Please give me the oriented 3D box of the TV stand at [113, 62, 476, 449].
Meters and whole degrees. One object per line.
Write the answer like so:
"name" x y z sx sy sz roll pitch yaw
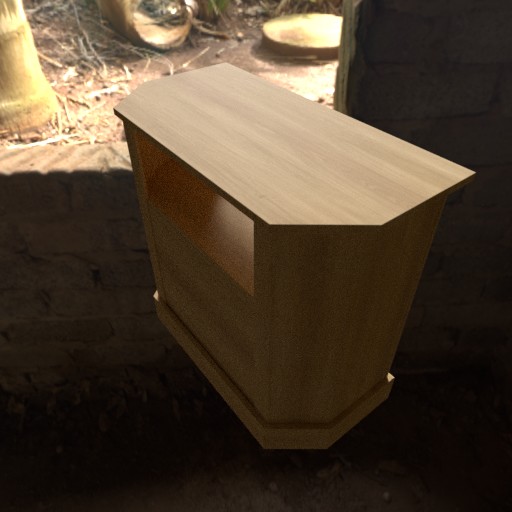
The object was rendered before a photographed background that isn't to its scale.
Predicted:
"TV stand" 0.000 0.000 1.273 0.425 0.781 0.851 -27 47 -28
